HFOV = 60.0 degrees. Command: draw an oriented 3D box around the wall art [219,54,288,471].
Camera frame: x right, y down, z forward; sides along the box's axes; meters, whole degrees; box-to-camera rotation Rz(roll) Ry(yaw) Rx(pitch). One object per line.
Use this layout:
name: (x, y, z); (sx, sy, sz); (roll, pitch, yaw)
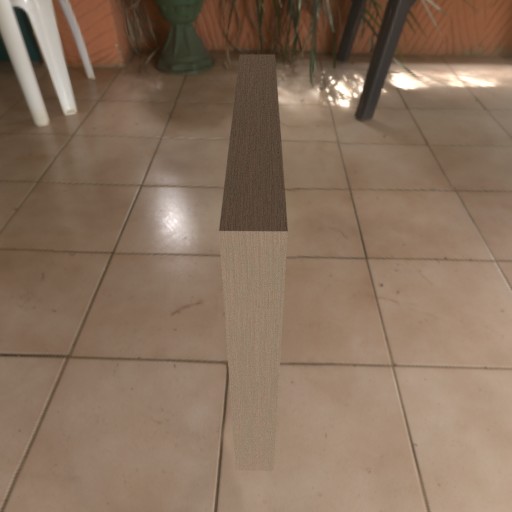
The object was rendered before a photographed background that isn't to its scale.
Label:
wall art: (0.000, 0.000, 0.457); (0.038, 0.303, 0.304); (0, 41, 0)
